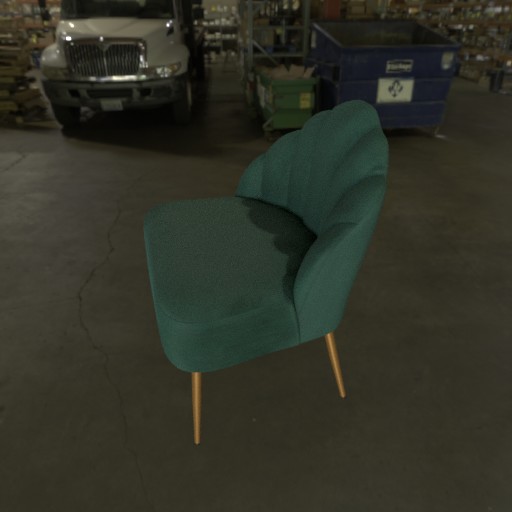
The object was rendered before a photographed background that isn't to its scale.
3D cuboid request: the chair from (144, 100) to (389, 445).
[{"bbox_3d":[0.000,0.000,1.262,0.599,0.819,0.657,-8,29,-14],"label":"chair"}]
